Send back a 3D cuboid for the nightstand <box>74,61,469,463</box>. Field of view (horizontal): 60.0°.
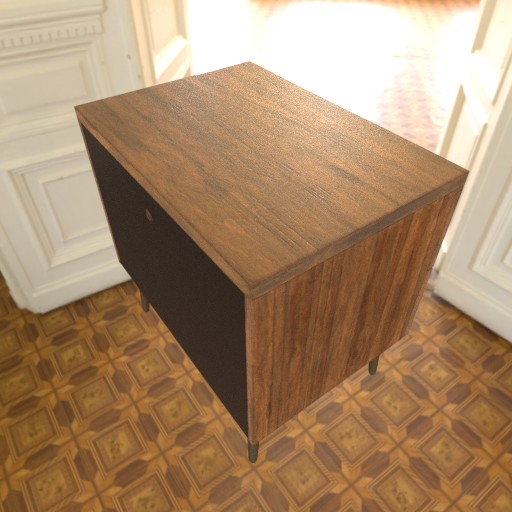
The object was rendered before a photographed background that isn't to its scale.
[{"bbox_3d":[0.000,0.000,1.012,0.458,0.610,0.610,-26,49,-26],"label":"nightstand"}]
